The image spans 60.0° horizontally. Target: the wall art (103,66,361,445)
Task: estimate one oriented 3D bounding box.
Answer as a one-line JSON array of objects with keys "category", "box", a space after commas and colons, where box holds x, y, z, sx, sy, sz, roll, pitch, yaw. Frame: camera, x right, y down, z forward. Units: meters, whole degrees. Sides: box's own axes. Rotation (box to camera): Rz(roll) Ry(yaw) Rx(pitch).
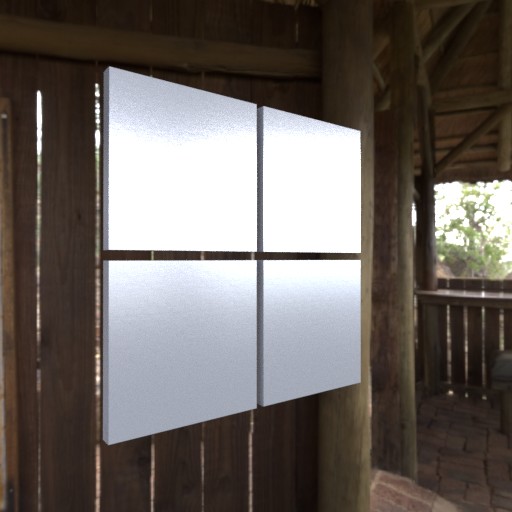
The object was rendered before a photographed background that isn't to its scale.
[{"category": "wall art", "box": [0.000, 0.000, 0.908, 0.611, 0.611, 0.029, 0, 0, -36]}]
